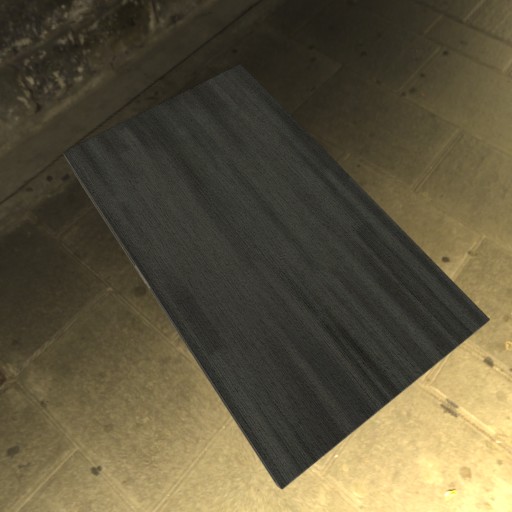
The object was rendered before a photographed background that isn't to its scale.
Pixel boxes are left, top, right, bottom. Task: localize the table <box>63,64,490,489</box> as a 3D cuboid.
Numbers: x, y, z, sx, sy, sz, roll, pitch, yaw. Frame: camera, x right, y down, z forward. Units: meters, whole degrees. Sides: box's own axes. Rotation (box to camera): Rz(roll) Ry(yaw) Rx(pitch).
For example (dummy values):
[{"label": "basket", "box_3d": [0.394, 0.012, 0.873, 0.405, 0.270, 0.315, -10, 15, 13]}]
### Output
[{"label": "table", "box_3d": [0.000, 0.000, 1.356, 0.643, 0.347, 1.088, -32, 68, -15]}]
